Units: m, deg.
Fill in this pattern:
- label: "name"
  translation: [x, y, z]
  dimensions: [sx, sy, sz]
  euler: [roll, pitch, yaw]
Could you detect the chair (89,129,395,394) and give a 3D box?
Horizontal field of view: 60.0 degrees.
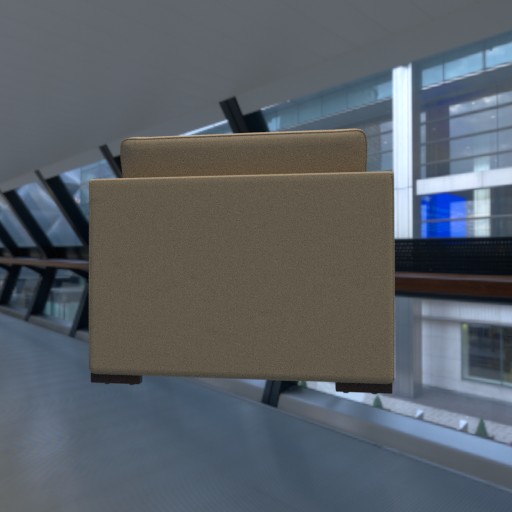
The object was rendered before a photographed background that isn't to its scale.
- label: "chair"
  translation: [0.000, 0.000, 2.196]
  dimensions: [1.293, 1.005, 1.274]
  euler: [0, -1, 0]
